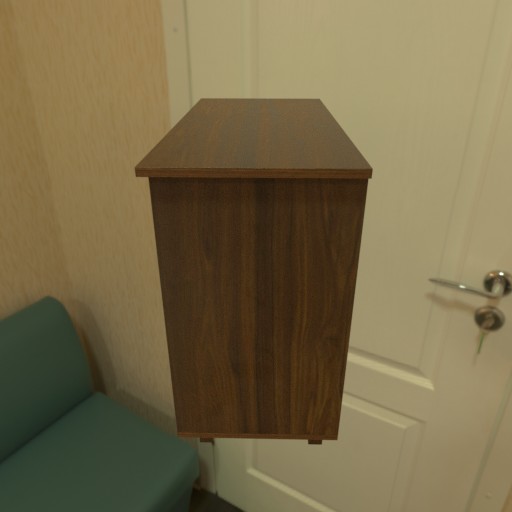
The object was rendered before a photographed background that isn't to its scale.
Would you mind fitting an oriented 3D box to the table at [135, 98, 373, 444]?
[{"bbox_3d":[0.000,0.000,1.229,0.390,0.725,0.802,1,27,1],"label":"table"}]
